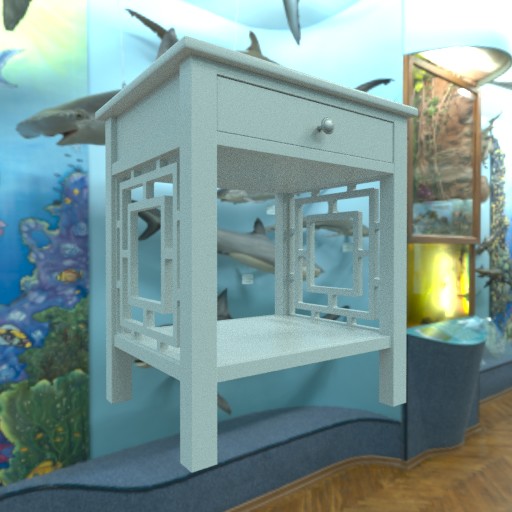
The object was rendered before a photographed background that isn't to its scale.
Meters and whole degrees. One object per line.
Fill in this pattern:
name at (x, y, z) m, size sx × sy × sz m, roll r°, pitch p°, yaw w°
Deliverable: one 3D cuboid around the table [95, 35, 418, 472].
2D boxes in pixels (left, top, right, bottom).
table at (0.000, 0.000, 0.979) m, size 0.564 × 0.646 × 0.451 m, roll 0°, pitch 1°, yaw -36°
